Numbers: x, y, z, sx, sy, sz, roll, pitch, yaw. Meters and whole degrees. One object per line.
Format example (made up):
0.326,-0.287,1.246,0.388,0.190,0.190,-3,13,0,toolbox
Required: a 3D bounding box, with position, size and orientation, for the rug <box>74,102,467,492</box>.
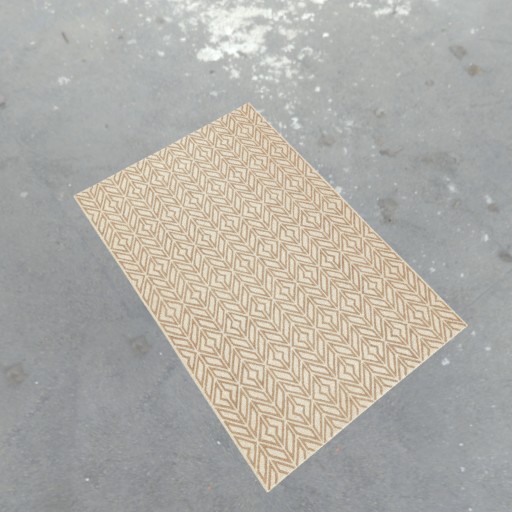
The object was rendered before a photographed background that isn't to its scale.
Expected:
0.000,0.000,2.329,1.220,0.007,1.828,-33,68,-15,rug
